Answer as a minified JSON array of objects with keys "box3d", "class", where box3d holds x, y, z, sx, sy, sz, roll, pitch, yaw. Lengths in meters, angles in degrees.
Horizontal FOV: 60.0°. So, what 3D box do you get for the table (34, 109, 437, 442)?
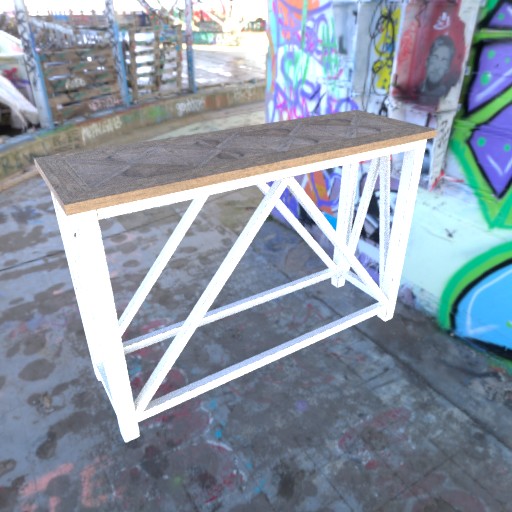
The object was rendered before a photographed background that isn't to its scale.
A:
[{"box3d":[0.000,0.000,1.809,1.400,0.930,0.450,-17,34,-28],"class":"table"}]
